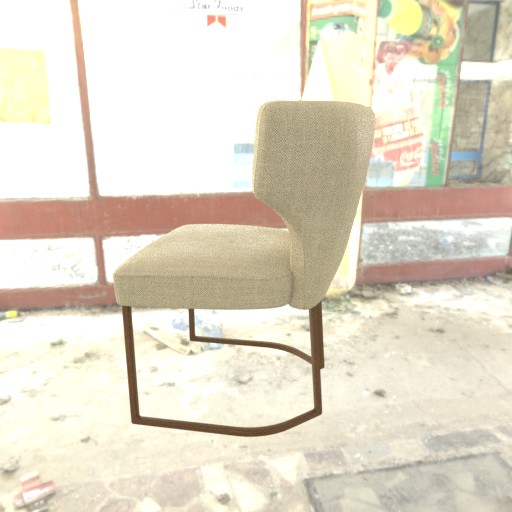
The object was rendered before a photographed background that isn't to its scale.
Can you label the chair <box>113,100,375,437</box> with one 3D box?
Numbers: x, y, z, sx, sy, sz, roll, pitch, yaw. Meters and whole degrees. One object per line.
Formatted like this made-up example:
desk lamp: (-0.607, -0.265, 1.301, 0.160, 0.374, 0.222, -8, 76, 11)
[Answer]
chair: (0.000, 0.000, 1.274, 0.617, 0.824, 0.611, 3, 16, 9)
